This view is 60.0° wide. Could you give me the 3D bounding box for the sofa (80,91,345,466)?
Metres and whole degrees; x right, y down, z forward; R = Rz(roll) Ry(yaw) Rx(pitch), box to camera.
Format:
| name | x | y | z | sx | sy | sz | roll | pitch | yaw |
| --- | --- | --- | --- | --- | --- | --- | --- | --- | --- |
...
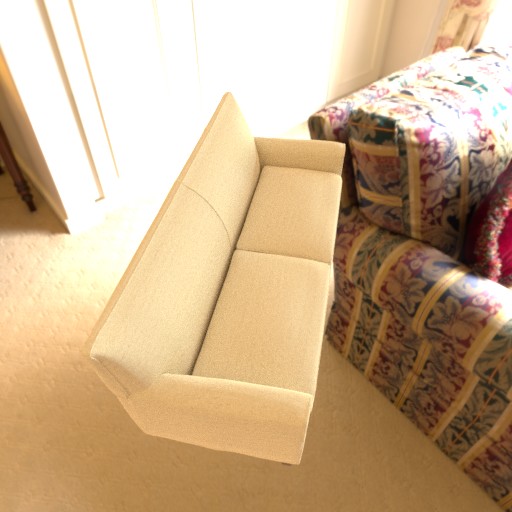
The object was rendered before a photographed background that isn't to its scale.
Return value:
| name | x | y | z | sx | sy | sz | roll | pitch | yaw |
| --- | --- | --- | --- | --- | --- | --- | --- | --- | --- |
| sofa | 0.000 | 0.000 | 2.462 | 0.841 | 0.907 | 2.001 | 9 | 47 | 8 |
